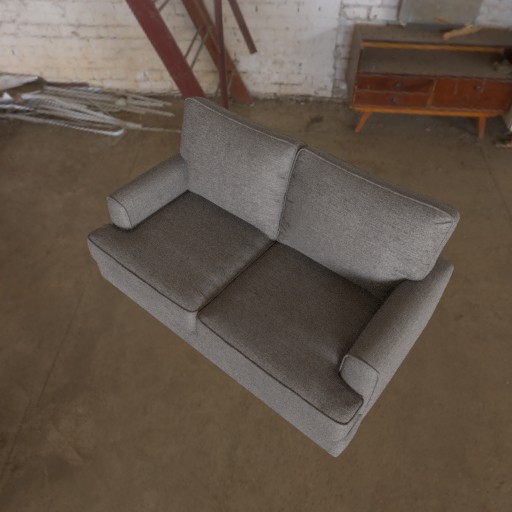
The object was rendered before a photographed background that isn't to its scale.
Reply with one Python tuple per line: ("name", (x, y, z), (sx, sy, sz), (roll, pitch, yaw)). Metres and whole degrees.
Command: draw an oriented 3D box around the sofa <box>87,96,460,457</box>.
("sofa", (0.000, 0.000, 2.228), (1.651, 0.965, 0.965), (31, 55, 25))
